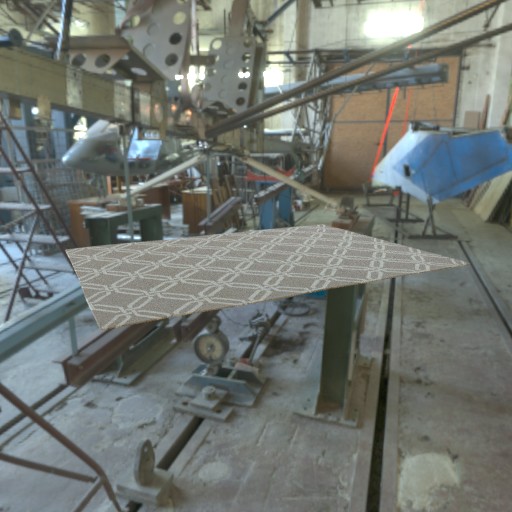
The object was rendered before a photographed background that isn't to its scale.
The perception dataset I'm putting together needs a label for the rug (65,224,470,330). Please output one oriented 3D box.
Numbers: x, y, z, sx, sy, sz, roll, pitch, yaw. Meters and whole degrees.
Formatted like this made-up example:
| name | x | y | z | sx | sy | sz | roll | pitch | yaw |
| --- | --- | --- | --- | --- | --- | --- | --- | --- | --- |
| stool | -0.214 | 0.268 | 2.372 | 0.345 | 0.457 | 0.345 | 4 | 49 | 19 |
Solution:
| name | x | y | z | sx | sy | sz | roll | pitch | yaw |
| --- | --- | --- | --- | --- | --- | --- | --- | --- | --- |
| rug | 0.000 | 0.000 | 2.824 | 2.135 | 0.013 | 1.524 | -7 | 16 | -27 |
